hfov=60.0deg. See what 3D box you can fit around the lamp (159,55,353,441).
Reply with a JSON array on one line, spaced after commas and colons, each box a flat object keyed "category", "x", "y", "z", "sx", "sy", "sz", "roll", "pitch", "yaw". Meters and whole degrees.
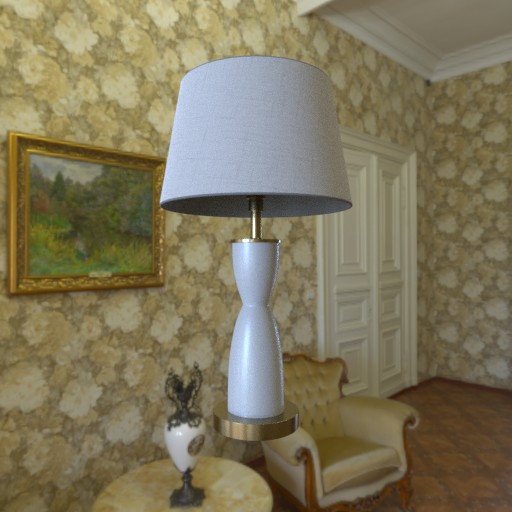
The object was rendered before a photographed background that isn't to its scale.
[{"category": "lamp", "x": 0.000, "y": 0.000, "z": 0.723, "sx": 0.309, "sy": 0.545, "sz": 0.309, "roll": 0, "pitch": -1, "yaw": 0}]
